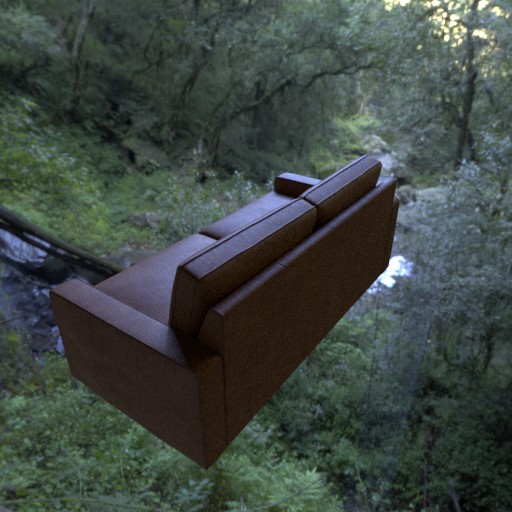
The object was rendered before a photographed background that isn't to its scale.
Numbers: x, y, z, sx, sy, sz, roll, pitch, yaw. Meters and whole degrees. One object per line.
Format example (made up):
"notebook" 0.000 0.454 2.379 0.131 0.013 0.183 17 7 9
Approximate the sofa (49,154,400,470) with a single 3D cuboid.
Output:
"sofa" 0.000 0.000 2.679 0.991 0.928 2.156 20 35 30
